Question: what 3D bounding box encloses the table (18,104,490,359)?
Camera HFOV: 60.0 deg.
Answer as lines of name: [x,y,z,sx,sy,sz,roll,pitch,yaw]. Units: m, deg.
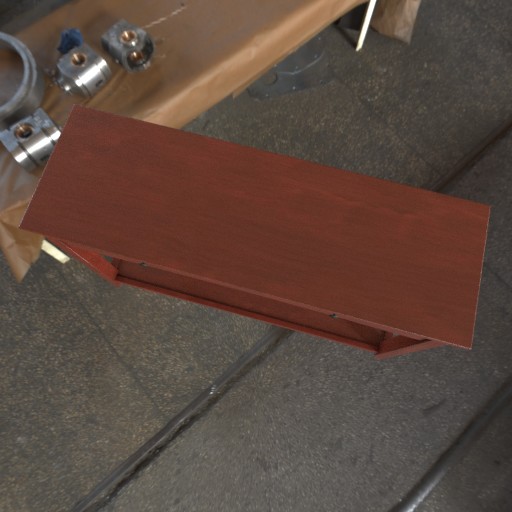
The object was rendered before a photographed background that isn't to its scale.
table: [0.000,0.000,1.522,1.188,0.739,0.392,15,74,4]
